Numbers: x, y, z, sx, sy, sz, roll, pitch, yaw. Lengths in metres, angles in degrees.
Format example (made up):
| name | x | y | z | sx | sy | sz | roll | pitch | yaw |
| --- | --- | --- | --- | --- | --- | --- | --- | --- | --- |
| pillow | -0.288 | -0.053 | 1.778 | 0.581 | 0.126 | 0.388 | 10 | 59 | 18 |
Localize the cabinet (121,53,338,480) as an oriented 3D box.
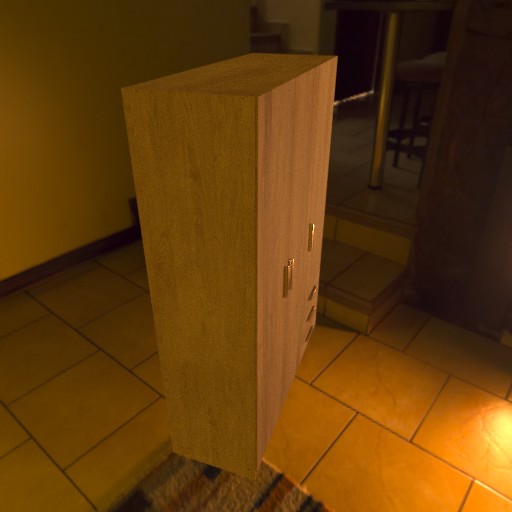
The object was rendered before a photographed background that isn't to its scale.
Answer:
| name | x | y | z | sx | sy | sz | roll | pitch | yaw |
| --- | --- | --- | --- | --- | --- | --- | --- | --- | --- |
| cabinet | 0.000 | 0.000 | 2.431 | 0.510 | 1.910 | 1.290 | 10 | 31 | 17 |
